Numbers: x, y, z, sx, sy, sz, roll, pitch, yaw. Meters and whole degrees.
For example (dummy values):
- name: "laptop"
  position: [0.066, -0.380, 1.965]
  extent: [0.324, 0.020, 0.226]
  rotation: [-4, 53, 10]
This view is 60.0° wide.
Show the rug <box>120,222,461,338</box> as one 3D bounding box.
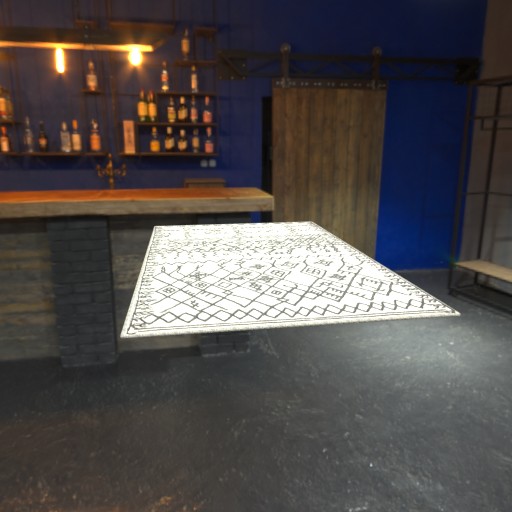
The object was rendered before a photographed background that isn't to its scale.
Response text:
- name: "rug"
  position: [0.000, 0.000, 3.099]
  extent: [1.526, 0.012, 2.444]
  rotation: [-2, 15, -9]
